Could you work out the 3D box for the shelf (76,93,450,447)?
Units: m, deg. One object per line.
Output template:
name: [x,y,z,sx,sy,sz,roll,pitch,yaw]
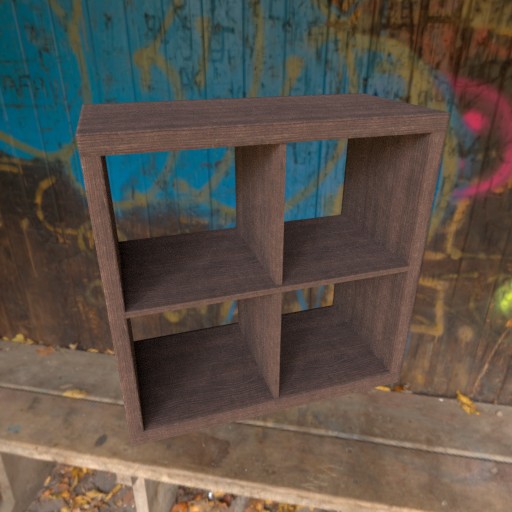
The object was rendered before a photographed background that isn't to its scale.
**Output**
shelf: [0.000,0.000,1.230,0.790,0.786,0.390,-8,28,-16]
